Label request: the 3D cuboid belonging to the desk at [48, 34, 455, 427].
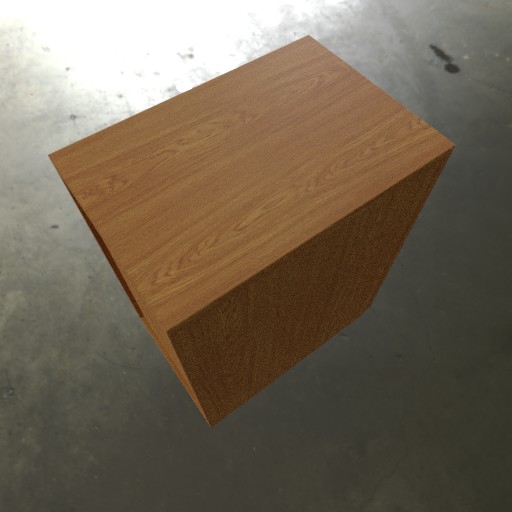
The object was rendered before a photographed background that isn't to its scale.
[{"bbox_3d":[0.000,0.000,1.089,0.600,0.730,0.404,-32,64,-18],"label":"desk"}]
